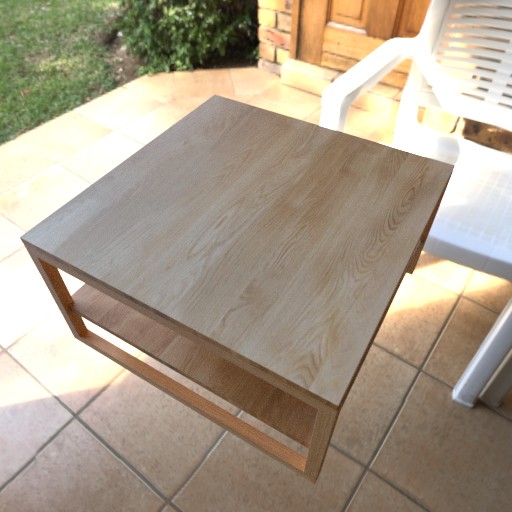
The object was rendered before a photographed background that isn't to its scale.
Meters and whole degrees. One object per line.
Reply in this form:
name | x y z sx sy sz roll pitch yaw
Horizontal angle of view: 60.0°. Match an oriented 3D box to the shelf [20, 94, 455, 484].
shelf | 0.000 0.000 1.435 0.899 0.480 0.899 23 51 20
